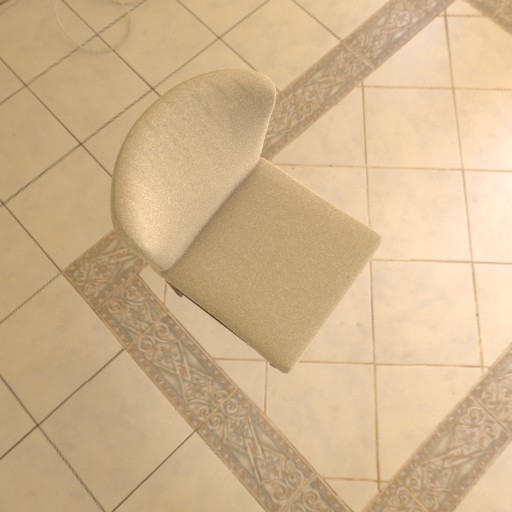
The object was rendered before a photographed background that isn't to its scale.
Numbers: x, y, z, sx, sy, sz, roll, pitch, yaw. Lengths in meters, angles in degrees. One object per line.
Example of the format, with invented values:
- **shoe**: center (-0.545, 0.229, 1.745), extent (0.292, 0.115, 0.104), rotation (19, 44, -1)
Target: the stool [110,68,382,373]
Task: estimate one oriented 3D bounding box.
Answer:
- **stool**: center (0.000, 0.000, 1.369), extent (0.568, 1.069, 0.479), rotation (36, 78, 9)
